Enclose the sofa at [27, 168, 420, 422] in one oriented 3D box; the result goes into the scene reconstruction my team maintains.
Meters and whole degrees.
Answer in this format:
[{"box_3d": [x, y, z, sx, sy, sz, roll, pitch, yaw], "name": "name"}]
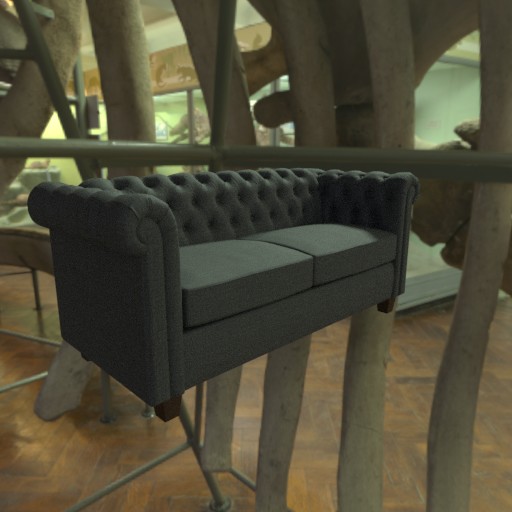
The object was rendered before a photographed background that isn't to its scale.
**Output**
[{"box_3d": [0.000, 0.000, 2.171, 1.798, 0.797, 0.783, -13, 19, -42], "name": "sofa"}]
